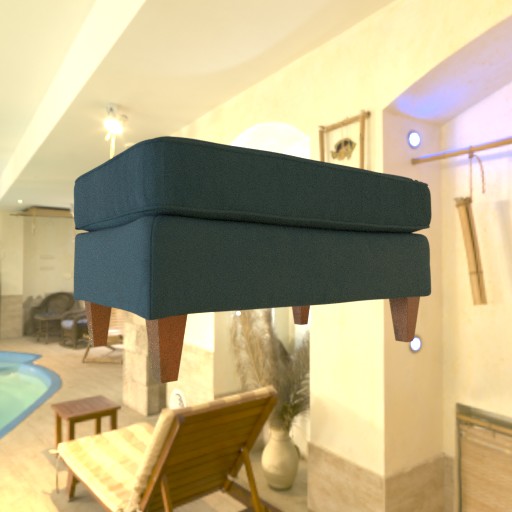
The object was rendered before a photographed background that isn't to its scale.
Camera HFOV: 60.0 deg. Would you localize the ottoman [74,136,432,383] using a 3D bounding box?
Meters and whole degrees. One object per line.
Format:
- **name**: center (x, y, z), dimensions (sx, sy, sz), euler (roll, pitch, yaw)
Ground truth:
- **ottoman**: center (0.000, 0.000, 1.238), dimensions (0.862, 0.484, 0.583), euler (1, -1, -36)
